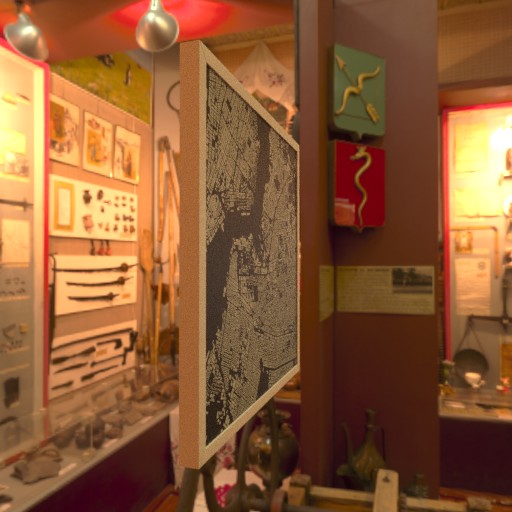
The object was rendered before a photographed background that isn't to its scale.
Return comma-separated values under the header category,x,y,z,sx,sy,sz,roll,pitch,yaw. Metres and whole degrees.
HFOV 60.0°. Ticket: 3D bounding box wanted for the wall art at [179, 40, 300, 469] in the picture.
category,x,y,z,sx,sy,sz,roll,pitch,yaw
wall art,0.000,0.000,1.151,0.050,0.762,0.761,0,-1,19
